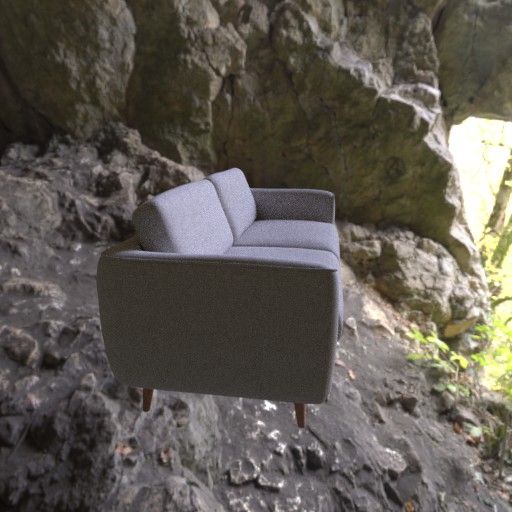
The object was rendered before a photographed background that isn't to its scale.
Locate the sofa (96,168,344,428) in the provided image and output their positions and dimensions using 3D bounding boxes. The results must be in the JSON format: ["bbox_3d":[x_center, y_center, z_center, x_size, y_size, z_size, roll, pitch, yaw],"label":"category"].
[{"bbox_3d":[0.000,0.000,2.431,0.920,0.850,2.000,3,16,9],"label":"sofa"}]
